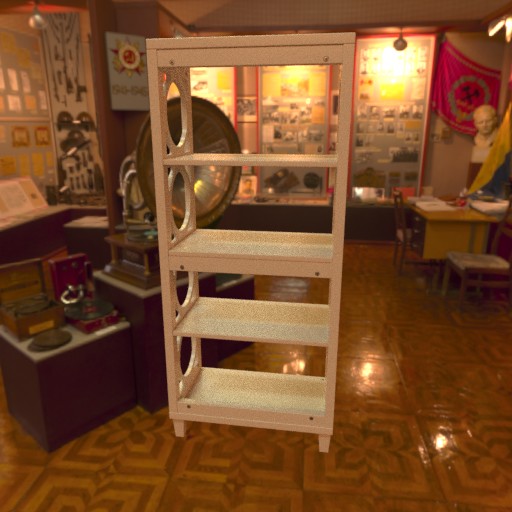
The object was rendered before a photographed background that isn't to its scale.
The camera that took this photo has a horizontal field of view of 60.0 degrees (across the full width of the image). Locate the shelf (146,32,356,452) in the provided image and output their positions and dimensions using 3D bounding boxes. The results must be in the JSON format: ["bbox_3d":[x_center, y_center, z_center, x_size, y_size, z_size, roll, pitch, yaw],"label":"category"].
[{"bbox_3d":[0.000,0.000,1.627,0.611,1.411,0.340,3,16,9],"label":"shelf"}]
